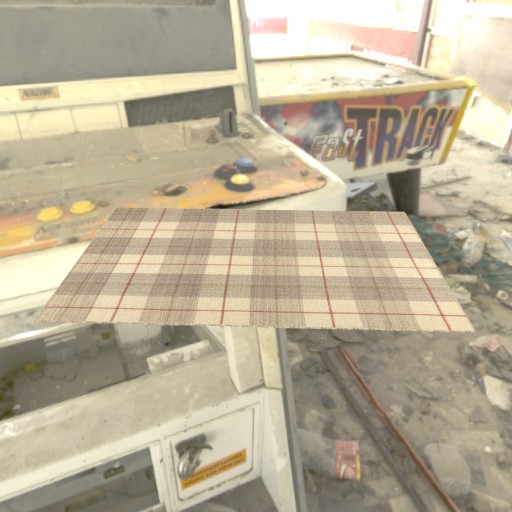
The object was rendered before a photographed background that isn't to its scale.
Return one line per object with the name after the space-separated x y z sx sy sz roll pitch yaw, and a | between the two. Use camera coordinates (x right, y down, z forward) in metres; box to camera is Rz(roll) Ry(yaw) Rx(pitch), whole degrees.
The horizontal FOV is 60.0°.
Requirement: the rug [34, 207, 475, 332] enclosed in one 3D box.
0.000 0.000 3.120 2.464 0.010 1.549 1 31 2 | rug
